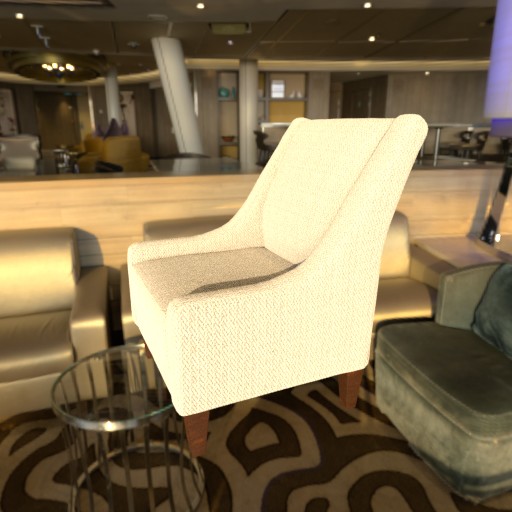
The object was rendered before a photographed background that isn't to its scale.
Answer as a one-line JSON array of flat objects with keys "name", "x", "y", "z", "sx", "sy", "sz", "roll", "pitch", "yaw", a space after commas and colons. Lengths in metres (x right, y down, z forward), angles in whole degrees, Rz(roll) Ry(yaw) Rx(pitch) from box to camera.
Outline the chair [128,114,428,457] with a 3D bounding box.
[{"name": "chair", "x": 0.000, "y": 0.000, "z": 1.674, "sx": 0.870, "sy": 1.014, "sz": 0.774, "roll": -7, "pitch": 18, "yaw": -24}]
